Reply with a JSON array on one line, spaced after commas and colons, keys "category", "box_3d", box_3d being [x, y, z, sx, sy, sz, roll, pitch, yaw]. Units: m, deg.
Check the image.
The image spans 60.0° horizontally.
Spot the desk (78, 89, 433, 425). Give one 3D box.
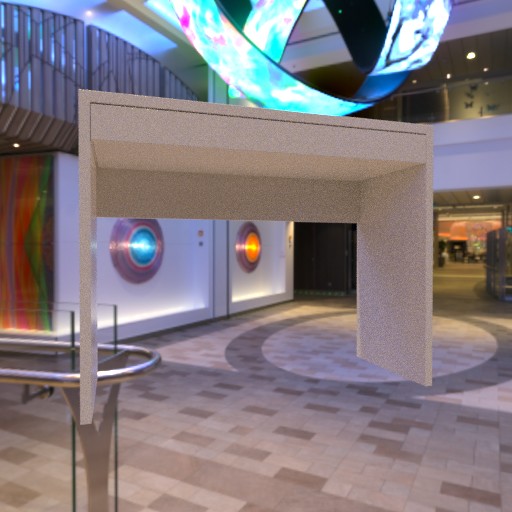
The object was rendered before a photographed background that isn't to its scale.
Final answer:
[{"category": "desk", "box_3d": [0.000, 0.000, 1.385, 1.000, 0.790, 0.400, 0, 1, -18]}]
